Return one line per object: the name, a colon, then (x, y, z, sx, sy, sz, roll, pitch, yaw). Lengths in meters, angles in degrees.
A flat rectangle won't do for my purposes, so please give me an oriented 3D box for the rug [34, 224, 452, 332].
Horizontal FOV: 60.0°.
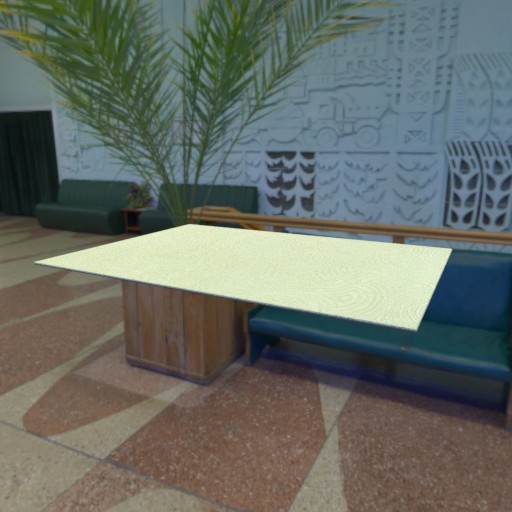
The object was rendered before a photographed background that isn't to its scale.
rug: (0.000, 0.000, 2.760, 2.132, 0.015, 1.526, 7, 15, 27)
